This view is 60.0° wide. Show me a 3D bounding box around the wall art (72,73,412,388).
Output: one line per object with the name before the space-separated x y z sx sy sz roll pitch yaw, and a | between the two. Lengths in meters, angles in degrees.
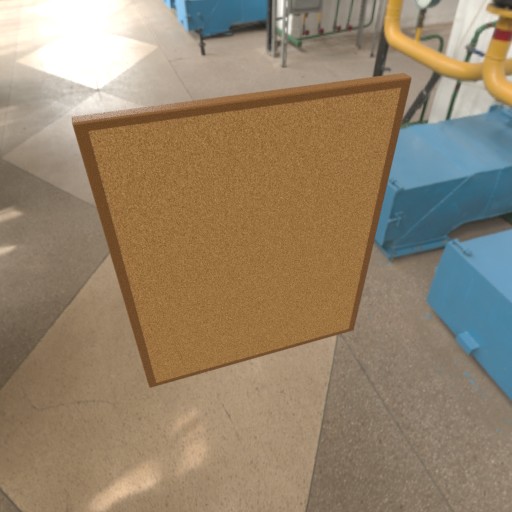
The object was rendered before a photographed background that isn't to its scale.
wall art | 0.000 0.000 0.748 0.449 0.550 0.021 -13 43 -14
